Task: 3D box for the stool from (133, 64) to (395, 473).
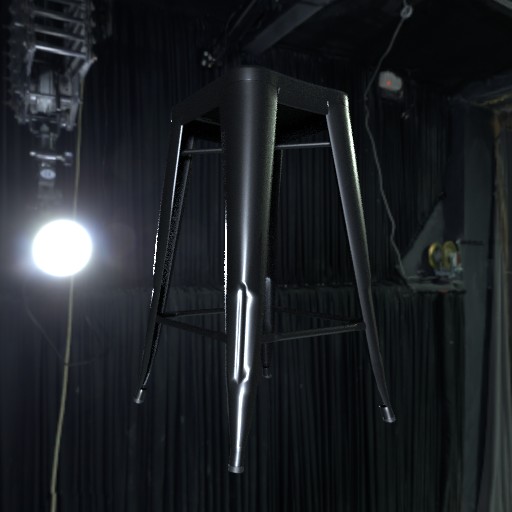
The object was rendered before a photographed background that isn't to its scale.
[{"bbox_3d":[0.000,0.000,0.874,0.359,0.609,0.399,0,0,-36],"label":"stool"}]
